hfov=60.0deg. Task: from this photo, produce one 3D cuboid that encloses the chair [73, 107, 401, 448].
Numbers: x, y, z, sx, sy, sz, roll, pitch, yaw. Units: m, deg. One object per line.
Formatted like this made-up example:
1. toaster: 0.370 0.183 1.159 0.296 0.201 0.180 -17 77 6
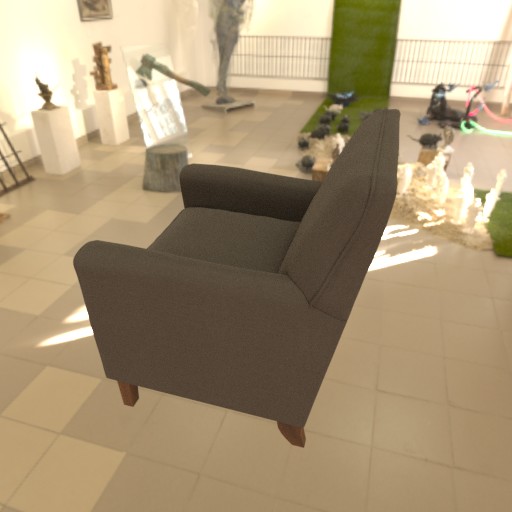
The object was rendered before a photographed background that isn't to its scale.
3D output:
1. chair: 0.000 0.000 1.553 0.831 0.911 0.836 8 32 14
